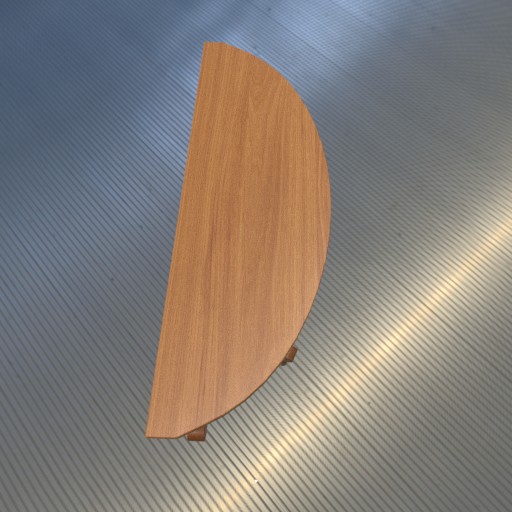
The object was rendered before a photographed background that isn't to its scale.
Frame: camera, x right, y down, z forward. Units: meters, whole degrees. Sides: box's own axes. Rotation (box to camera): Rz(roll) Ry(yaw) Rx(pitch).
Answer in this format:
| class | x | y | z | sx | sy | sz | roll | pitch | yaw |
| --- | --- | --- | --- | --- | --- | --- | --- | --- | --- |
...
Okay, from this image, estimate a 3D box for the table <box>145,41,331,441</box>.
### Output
| class | x | y | z | sx | sy | sz | roll | pitch | yaw |
| --- | --- | --- | --- | --- | --- | --- | --- | --- | --- |
| table | 0.000 | 0.000 | 1.475 | 0.394 | 0.692 | 1.198 | 2 | 63 | 1 |
